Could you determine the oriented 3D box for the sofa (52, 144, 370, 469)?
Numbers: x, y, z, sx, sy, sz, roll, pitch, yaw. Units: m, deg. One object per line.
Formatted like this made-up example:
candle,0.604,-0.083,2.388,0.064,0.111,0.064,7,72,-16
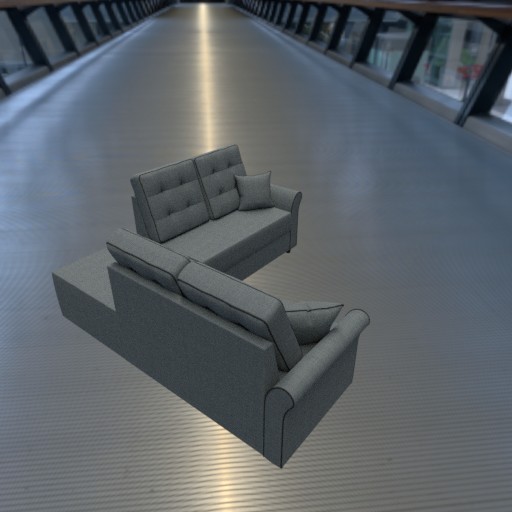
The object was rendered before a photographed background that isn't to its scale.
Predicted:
sofa,0.000,0.000,3.248,2.068,0.988,2.070,21,36,33
